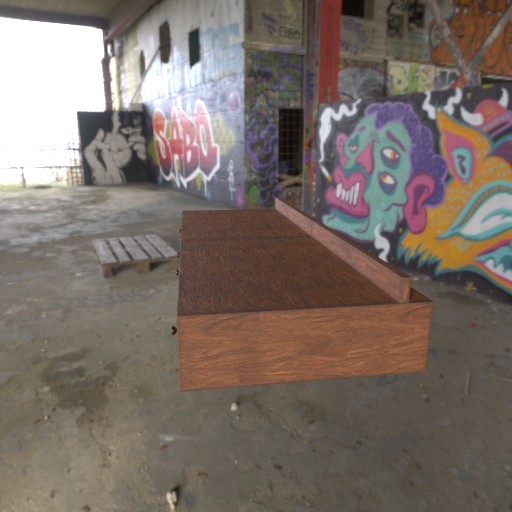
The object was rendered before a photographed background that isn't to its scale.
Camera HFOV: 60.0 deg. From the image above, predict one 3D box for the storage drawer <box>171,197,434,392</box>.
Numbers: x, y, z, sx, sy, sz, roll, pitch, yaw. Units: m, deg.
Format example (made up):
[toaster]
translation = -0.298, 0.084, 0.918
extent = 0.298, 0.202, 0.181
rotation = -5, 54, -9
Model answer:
[storage drawer]
translation = 0.000, 0.000, 2.194
extent = 0.774, 0.339, 1.914
rotation = -2, 15, -8
